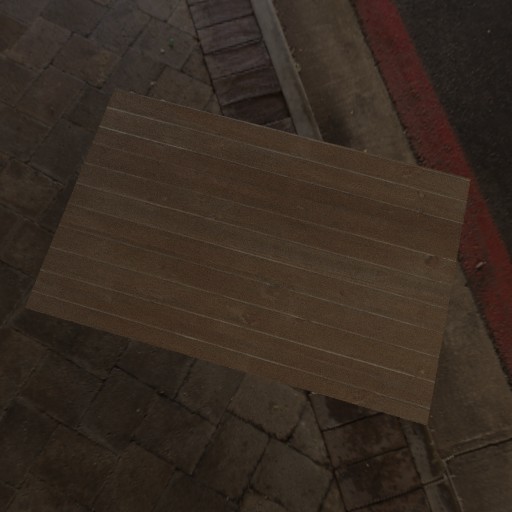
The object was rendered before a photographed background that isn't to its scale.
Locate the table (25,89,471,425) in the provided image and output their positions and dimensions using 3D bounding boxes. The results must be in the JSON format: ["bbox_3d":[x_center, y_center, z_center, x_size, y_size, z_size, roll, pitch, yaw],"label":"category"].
[{"bbox_3d":[0.000,0.000,1.669,1.299,0.413,0.827,15,76,4],"label":"table"}]
